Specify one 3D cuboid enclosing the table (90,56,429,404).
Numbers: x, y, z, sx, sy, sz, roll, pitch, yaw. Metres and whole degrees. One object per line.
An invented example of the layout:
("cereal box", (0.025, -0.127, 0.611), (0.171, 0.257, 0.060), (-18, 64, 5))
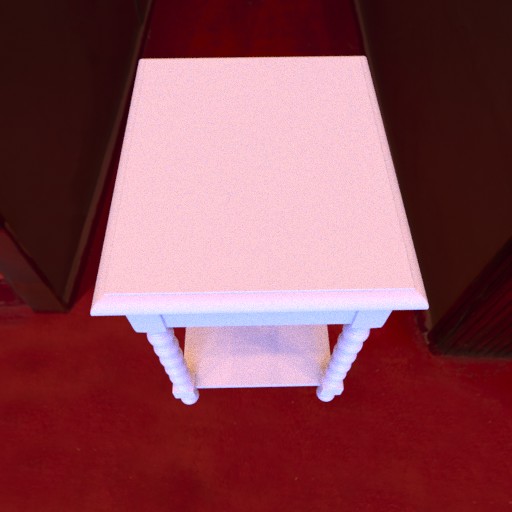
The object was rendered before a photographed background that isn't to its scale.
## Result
("table", (0.000, 0.000, 0.831), (0.381, 0.531, 0.460), (-1, 58, -1))
